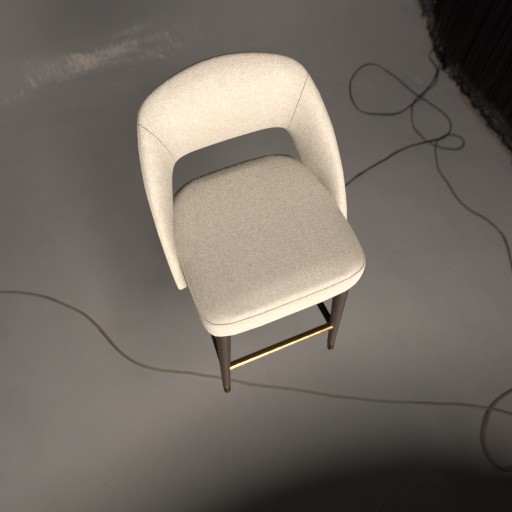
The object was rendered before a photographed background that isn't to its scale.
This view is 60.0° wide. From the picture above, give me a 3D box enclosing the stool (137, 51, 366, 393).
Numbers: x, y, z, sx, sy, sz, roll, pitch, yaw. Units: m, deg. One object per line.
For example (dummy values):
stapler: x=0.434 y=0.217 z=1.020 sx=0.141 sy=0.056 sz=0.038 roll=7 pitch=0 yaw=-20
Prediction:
stool: x=0.000 y=0.000 z=1.329 sx=0.494 sy=1.037 sz=0.509 roll=-20 pitch=66 yaw=-9
